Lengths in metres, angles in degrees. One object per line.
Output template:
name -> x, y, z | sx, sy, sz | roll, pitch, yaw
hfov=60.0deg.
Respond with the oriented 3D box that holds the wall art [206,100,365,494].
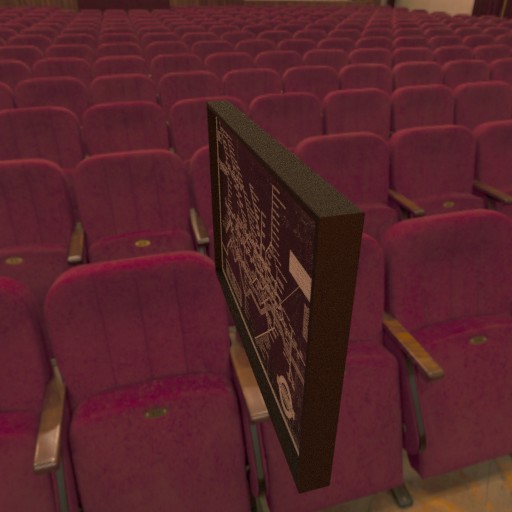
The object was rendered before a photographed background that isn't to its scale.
wall art -> 0.000, 0.000, 0.847 | 0.051, 0.456, 0.671 | -8, 30, -13
